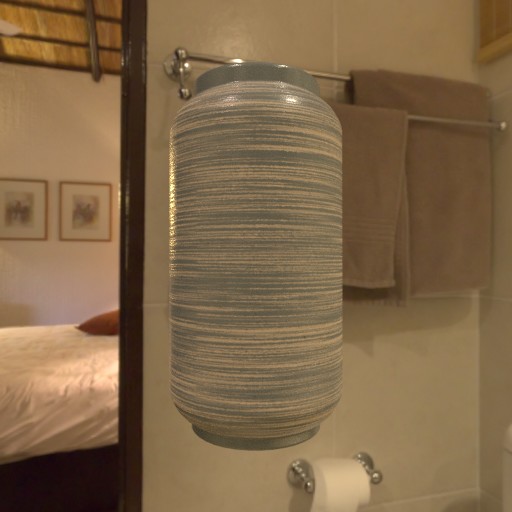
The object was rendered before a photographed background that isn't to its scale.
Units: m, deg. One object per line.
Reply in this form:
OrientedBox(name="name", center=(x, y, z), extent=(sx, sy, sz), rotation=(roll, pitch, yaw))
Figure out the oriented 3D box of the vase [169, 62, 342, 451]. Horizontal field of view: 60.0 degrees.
OrientedBox(name="vase", center=(0.000, 0.000, 0.303), extent=(0.116, 0.230, 0.116), rotation=(0, 0, 0))
